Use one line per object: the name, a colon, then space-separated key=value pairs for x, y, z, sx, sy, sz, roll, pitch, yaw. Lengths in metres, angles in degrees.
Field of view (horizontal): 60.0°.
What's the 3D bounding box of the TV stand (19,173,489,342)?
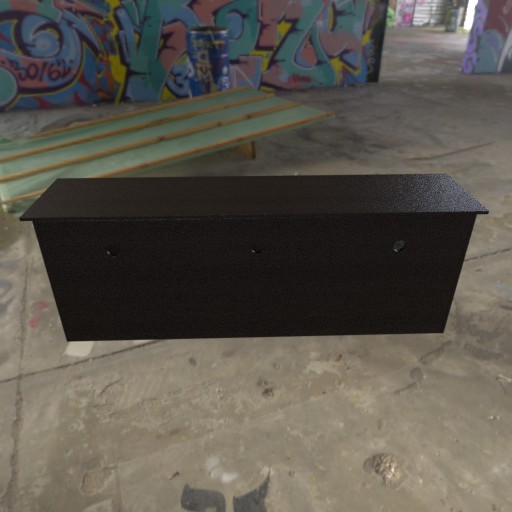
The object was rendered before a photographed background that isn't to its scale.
TV stand: x=0.000 y=0.000 z=2.006 sx=1.778 sy=0.610 sz=0.406 roll=-1 pitch=31 yaw=-2
